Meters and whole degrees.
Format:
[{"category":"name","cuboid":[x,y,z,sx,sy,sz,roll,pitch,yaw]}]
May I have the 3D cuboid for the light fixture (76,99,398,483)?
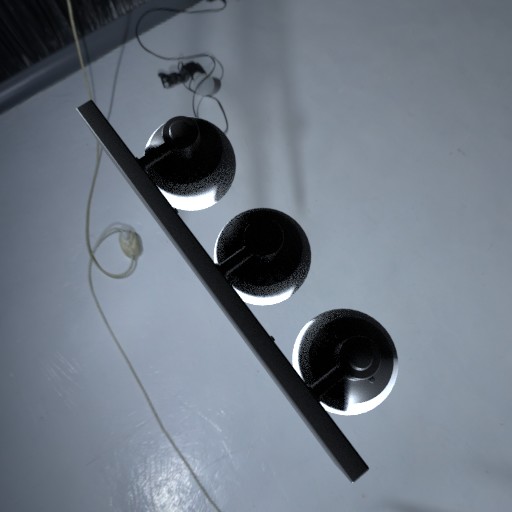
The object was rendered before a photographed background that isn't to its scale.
[{"category":"light fixture","cuboid":[0.000,0.000,0.814,0.218,0.263,0.721,-36,78,-9]}]
